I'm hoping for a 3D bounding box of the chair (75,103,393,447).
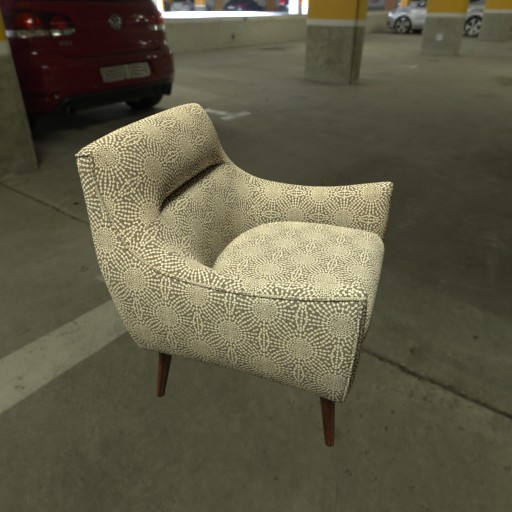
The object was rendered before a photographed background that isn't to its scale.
[{"bbox_3d":[0.000,0.000,1.441,0.787,0.838,0.762,10,31,17],"label":"chair"}]
